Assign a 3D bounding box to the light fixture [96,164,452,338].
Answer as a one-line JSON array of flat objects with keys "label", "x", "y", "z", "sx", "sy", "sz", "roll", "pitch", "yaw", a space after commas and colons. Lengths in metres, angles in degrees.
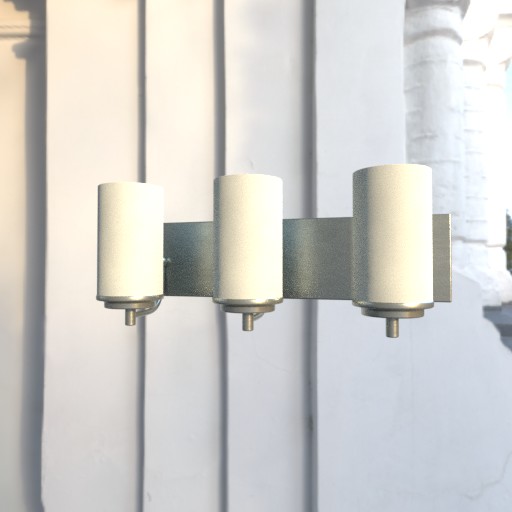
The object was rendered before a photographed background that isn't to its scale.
[{"label": "light fixture", "x": 0.000, "y": 0.000, "z": 0.540, "sx": 0.451, "sy": 0.172, "sz": 0.145, "roll": 0, "pitch": -1, "yaw": 17}]
